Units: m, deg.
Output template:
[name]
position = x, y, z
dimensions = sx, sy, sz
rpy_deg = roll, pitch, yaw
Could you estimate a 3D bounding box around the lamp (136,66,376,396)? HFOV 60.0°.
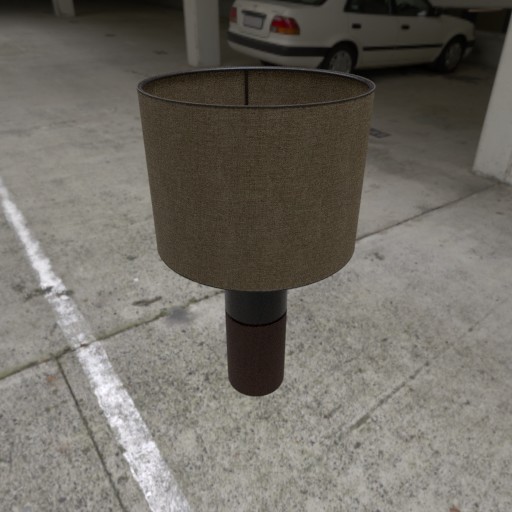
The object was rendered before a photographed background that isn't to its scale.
[lamp]
position = 0.000, 0.000, 0.472
dimensions = 0.202, 0.350, 0.202
rpy_deg = 0, 30, 0
